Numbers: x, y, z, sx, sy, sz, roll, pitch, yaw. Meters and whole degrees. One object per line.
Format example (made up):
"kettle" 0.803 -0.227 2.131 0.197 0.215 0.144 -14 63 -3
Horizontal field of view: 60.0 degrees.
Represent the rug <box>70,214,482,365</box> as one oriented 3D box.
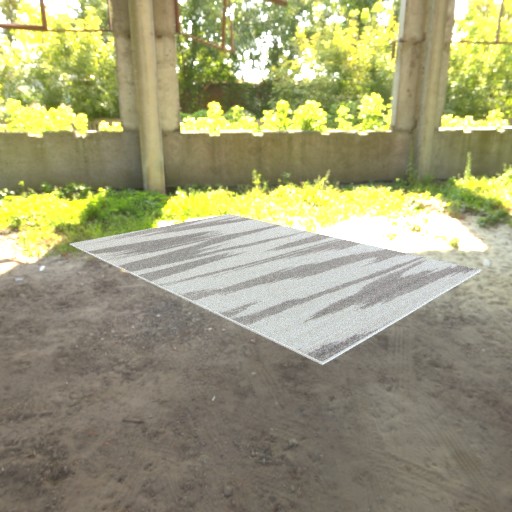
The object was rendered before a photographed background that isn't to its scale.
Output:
"rug" 0.000 0.000 2.327 1.225 0.008 1.827 -16 23 -42
